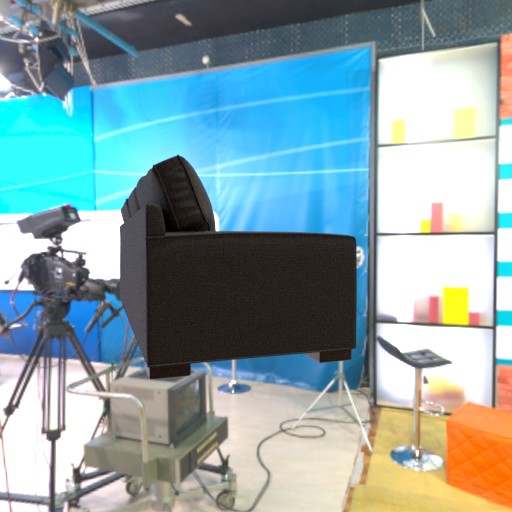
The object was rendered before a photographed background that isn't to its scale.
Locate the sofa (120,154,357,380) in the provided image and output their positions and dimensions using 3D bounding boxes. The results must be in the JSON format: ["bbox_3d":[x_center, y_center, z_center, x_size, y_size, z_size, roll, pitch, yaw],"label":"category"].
[{"bbox_3d":[0.000,0.000,3.207,1.790,0.973,2.370,-1,2,-20],"label":"sofa"}]
